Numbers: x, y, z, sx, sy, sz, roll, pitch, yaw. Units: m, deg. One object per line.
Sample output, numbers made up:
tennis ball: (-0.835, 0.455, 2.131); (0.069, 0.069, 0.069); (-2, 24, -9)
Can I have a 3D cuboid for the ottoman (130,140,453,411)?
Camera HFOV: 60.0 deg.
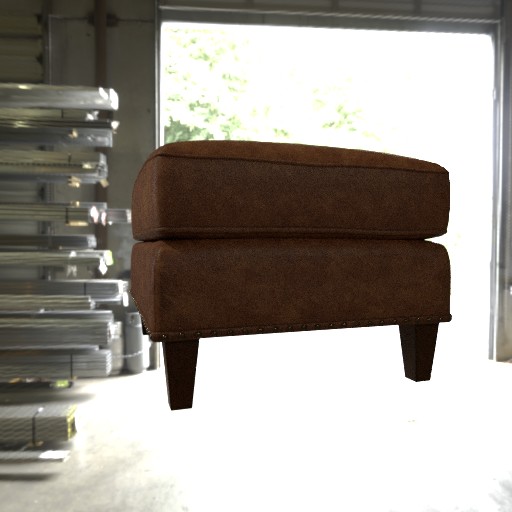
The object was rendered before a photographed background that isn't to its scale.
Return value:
ottoman: (0.000, 0.000, 1.114); (0.586, 0.486, 0.742); (0, 2, -18)
